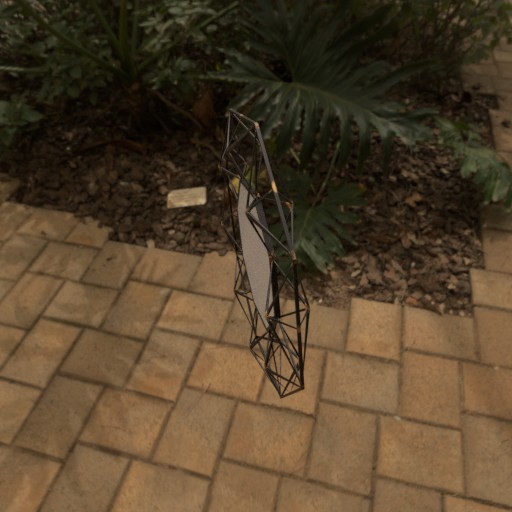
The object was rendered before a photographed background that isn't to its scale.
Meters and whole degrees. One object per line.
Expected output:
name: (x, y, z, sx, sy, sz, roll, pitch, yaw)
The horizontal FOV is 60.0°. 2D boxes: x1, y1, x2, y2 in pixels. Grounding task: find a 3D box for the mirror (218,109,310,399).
mirror: (0.000, 0.000, 1.069, 0.094, 0.710, 0.710, -11, 48, -10)
